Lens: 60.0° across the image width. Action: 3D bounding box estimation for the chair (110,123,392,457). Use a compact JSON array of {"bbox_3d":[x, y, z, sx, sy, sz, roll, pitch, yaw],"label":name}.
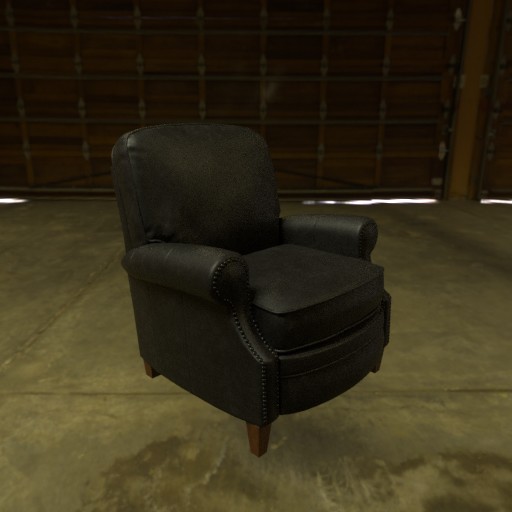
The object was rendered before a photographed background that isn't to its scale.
[{"bbox_3d":[0.000,0.000,1.760,0.986,1.018,0.936,15,22,42],"label":"chair"}]
